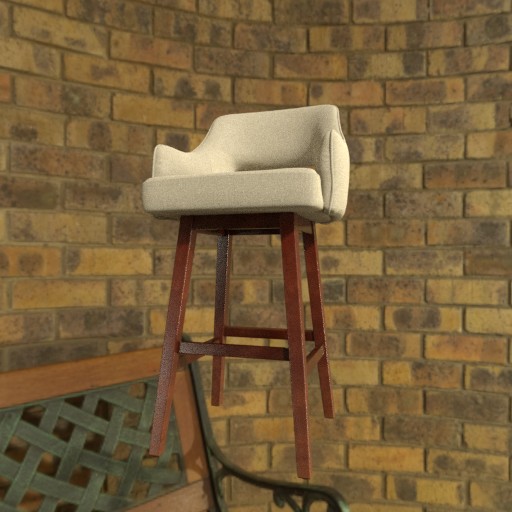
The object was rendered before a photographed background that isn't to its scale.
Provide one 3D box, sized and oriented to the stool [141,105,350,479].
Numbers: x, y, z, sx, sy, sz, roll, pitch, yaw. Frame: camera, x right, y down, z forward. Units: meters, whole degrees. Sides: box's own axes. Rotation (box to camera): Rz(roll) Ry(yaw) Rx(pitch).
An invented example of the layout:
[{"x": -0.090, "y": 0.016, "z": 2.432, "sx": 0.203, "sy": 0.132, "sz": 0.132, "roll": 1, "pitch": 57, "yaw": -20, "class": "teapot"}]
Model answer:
[{"x": 0.000, "y": 0.000, "z": 1.332, "sx": 0.550, "sy": 1.041, "sz": 0.560, "roll": 0, "pitch": 0, "yaw": 17, "class": "stool"}]
